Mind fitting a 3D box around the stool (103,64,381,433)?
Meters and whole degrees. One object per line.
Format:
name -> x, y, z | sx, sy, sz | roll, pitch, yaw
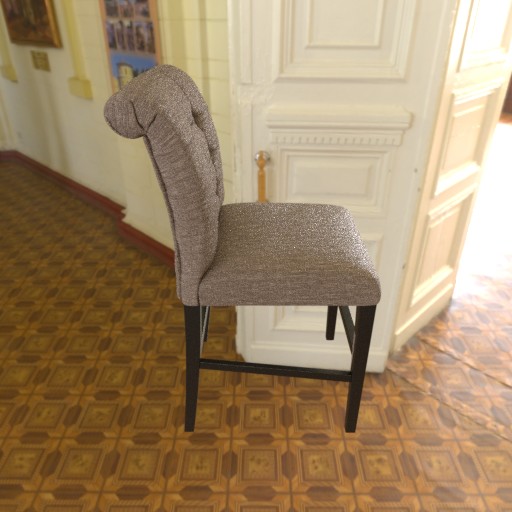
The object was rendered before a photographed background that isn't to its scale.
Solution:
stool -> 0.000, 0.000, 1.266 | 0.611, 0.970, 0.457 | 0, 30, 0
